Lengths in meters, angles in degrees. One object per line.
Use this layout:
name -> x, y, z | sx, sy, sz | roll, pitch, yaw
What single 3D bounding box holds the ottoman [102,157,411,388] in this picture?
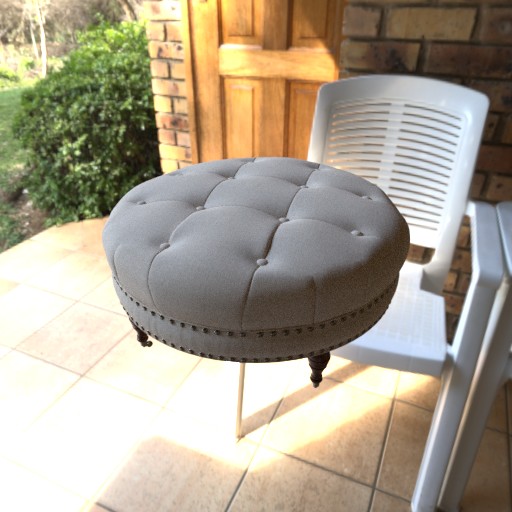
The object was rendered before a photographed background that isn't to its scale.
ottoman -> 0.000, 0.000, 1.474 | 0.940, 0.483, 0.940 | 0, 30, 0
